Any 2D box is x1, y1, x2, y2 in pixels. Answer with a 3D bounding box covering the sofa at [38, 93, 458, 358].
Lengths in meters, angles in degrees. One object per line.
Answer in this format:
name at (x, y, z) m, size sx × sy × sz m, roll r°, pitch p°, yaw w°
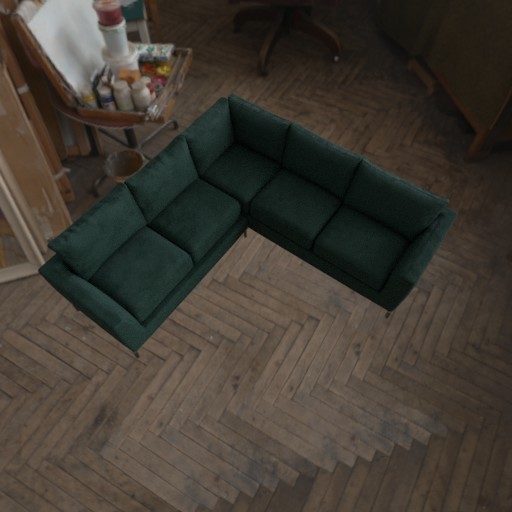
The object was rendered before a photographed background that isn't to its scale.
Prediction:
sofa at (0.000, 0.000, 3.797) m, size 2.452 × 1.004 × 2.468 m, roll 32°, pitch 64°, yaw 18°
